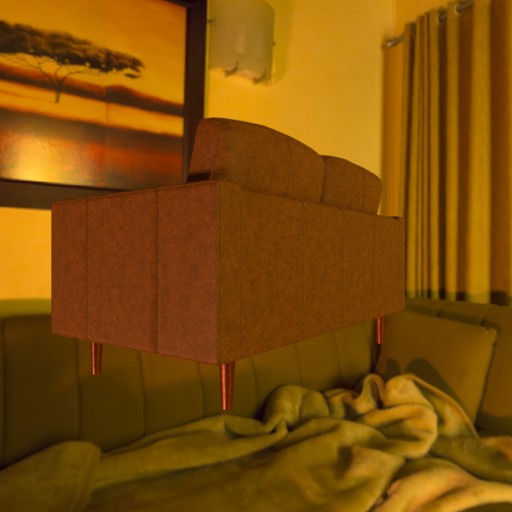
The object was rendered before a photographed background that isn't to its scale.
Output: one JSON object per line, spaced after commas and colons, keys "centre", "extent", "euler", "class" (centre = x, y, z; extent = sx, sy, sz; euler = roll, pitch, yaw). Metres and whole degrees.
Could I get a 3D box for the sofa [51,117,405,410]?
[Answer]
{"centre": [0.000, 0.000, 2.115], "extent": [0.909, 0.951, 1.578], "euler": [0, 0, 37], "class": "sofa"}
